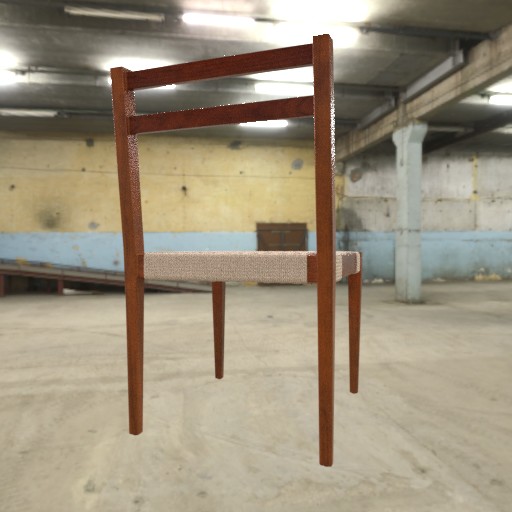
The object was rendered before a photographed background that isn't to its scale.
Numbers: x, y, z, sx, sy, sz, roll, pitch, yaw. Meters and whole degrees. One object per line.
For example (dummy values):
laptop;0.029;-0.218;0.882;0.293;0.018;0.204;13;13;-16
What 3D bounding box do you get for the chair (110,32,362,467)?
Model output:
chair;0.000;0.000;1.179;0.495;0.851;0.569;0;1;19
